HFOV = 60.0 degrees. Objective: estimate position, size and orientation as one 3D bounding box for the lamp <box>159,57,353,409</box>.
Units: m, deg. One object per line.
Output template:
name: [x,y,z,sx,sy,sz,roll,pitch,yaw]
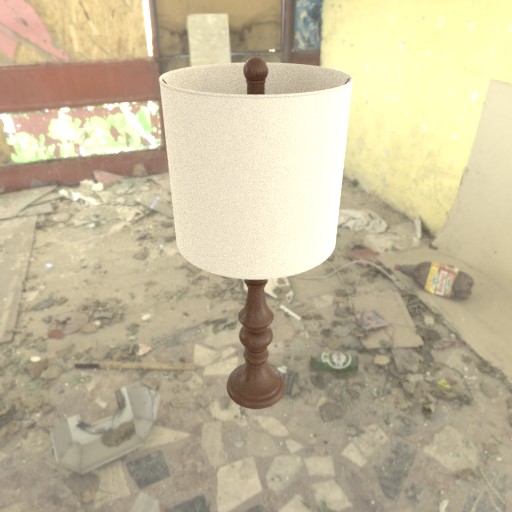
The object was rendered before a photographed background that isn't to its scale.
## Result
lamp: [0.000,0.000,0.724,0.250,0.597,0.250,0,31,0]
